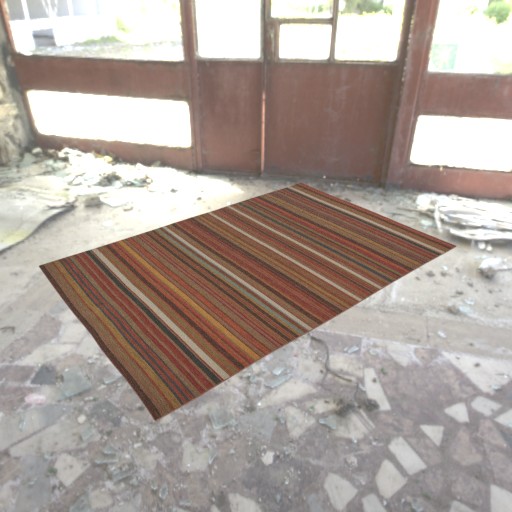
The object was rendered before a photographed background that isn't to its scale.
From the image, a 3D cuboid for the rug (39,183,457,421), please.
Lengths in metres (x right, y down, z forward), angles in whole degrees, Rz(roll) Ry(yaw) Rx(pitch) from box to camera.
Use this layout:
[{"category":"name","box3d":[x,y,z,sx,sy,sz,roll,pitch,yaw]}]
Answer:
[{"category":"rug","box3d":[0.000,0.000,2.315,1.828,0.007,1.217,-22,37,-33]}]
